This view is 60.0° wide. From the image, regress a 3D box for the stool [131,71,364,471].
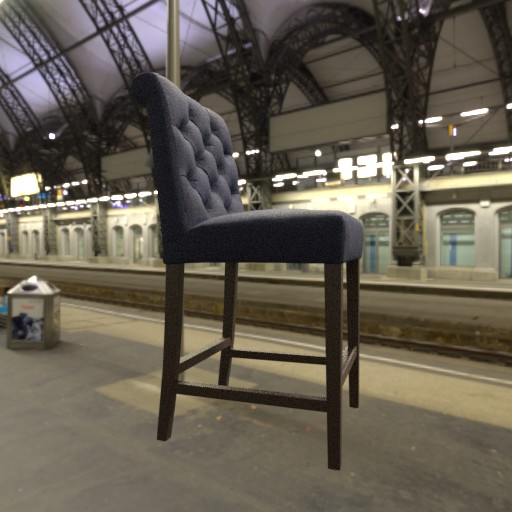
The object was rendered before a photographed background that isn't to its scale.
[{"bbox_3d":[0.000,0.000,1.341,0.601,1.010,0.493,0,1,19],"label":"stool"}]
